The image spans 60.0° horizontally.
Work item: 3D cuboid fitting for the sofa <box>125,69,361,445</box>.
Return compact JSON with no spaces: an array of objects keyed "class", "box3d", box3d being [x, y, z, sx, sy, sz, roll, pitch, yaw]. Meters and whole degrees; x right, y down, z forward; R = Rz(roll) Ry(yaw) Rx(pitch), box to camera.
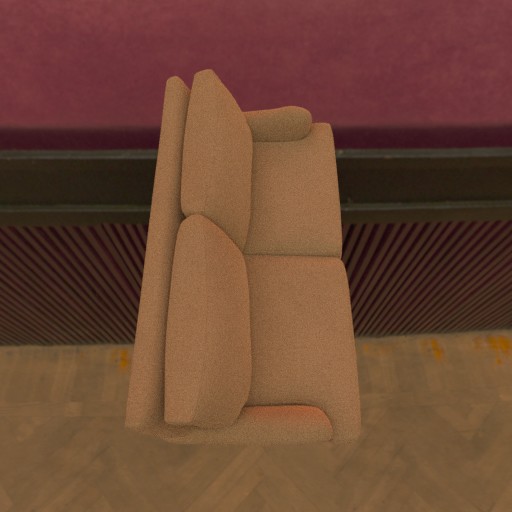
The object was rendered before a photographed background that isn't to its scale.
[{"class":"sofa","box3d":[0.000,0.000,2.623,1.091,0.997,2.070,0,65,0]}]
